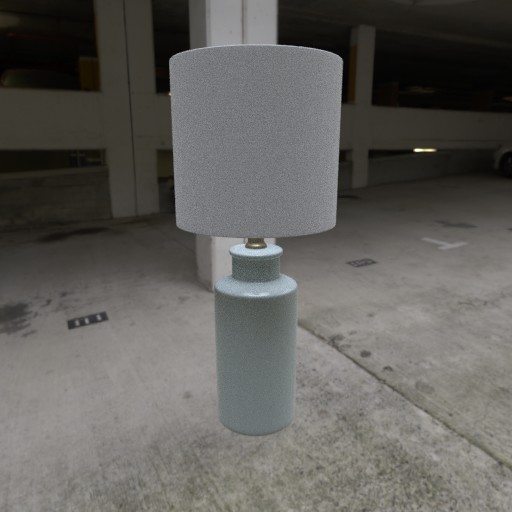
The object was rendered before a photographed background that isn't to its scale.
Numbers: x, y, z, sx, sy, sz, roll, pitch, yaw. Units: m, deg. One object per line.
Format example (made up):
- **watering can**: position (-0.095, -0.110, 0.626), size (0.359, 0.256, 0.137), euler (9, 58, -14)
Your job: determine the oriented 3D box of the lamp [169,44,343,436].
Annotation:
- **lamp**: position (0.000, 0.000, 0.610), size (0.212, 0.493, 0.212), euler (-7, 15, -25)
